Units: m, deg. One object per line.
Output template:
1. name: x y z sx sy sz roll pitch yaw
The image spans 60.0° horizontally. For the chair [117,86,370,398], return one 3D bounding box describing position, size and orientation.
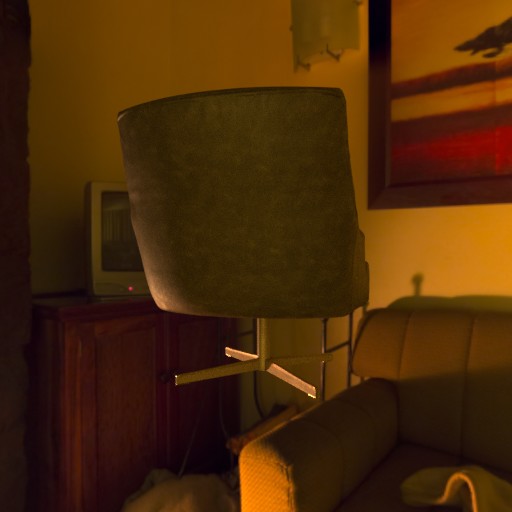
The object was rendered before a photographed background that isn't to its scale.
1. chair: 0.000 0.000 1.553 0.738 0.870 0.874 0 0 17
